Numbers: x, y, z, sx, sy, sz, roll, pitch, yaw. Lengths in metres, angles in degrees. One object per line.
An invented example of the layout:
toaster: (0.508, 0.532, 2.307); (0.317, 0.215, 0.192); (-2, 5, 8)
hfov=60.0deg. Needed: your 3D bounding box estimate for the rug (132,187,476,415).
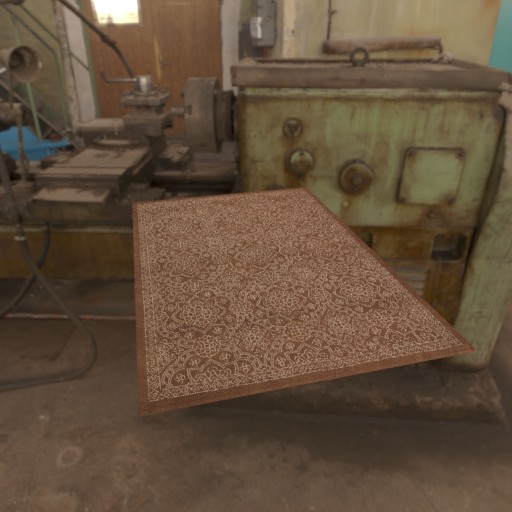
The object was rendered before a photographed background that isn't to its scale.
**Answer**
rug: (0.000, 0.000, 2.284); (1.219, 0.010, 1.829); (-7, 29, -13)
